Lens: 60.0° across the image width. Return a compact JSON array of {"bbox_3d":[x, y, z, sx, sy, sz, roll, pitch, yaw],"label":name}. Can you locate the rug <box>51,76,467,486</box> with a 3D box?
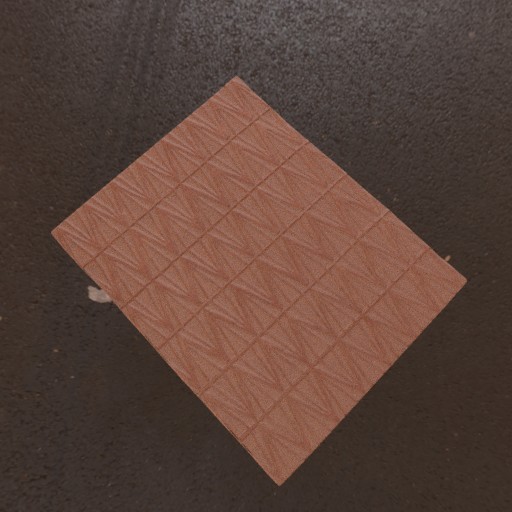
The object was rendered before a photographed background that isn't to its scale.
[{"bbox_3d":[0.000,0.000,4.101,2.453,0.043,3.052,-44,79,-11],"label":"rug"}]
